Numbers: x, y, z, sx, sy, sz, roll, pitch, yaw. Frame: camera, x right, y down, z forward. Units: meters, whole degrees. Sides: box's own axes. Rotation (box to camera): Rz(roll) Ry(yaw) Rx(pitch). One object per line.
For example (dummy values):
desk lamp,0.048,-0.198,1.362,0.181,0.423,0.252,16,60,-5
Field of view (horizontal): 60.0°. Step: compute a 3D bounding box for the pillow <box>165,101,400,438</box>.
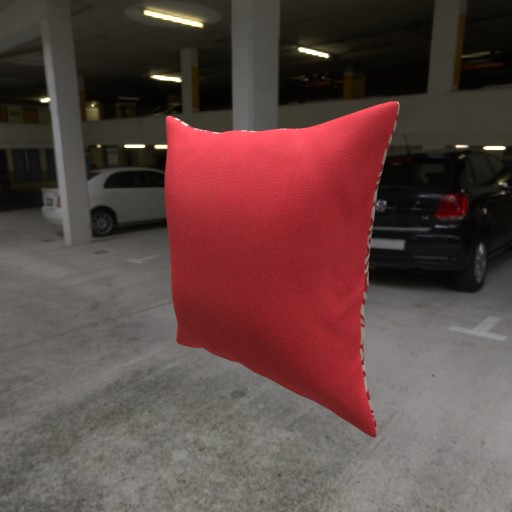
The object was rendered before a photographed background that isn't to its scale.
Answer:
pillow,0.000,0.000,0.807,0.522,0.507,0.192,13,19,43
